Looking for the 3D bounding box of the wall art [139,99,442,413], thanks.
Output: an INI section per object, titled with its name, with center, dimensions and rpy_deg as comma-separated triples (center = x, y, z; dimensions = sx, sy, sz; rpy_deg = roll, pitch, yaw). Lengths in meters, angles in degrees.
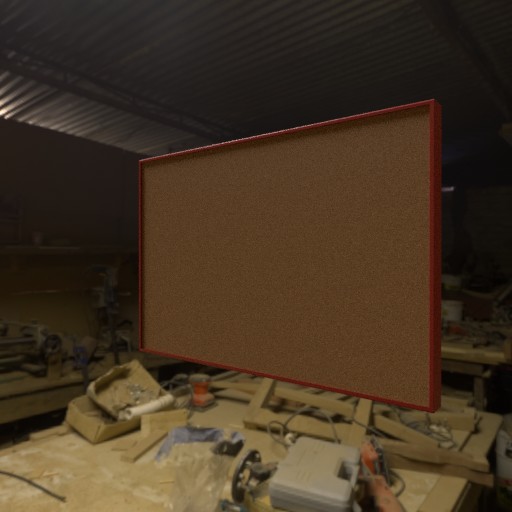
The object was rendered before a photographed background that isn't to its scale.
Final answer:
[wall art]
center = 0.000, 0.000, 0.769
dimensions = 0.607, 0.405, 0.033
rpy_deg = 0, 0, 38
